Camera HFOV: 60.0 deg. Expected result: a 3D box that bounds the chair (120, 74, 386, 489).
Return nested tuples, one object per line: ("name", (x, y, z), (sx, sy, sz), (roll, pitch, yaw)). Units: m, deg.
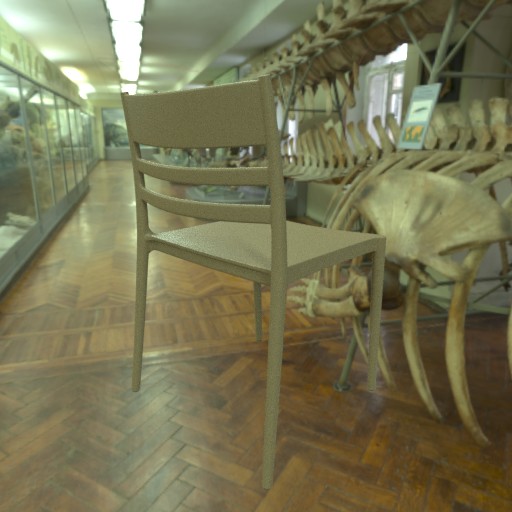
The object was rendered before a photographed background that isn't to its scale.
("chair", (0.000, 0.000, 1.140), (0.531, 0.800, 0.511), (15, 21, 42))
